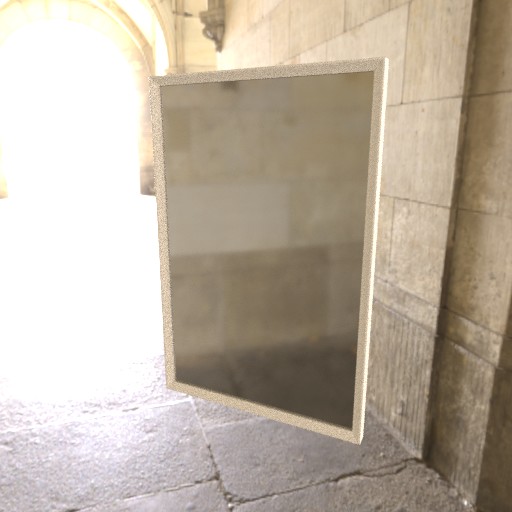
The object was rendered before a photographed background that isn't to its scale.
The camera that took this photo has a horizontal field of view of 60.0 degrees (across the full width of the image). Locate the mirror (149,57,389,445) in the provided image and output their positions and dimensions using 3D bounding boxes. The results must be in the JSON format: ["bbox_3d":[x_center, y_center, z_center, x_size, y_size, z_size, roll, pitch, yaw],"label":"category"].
[{"bbox_3d":[0.000,0.000,1.163,0.609,0.915,0.041,7,16,26],"label":"mirror"}]
